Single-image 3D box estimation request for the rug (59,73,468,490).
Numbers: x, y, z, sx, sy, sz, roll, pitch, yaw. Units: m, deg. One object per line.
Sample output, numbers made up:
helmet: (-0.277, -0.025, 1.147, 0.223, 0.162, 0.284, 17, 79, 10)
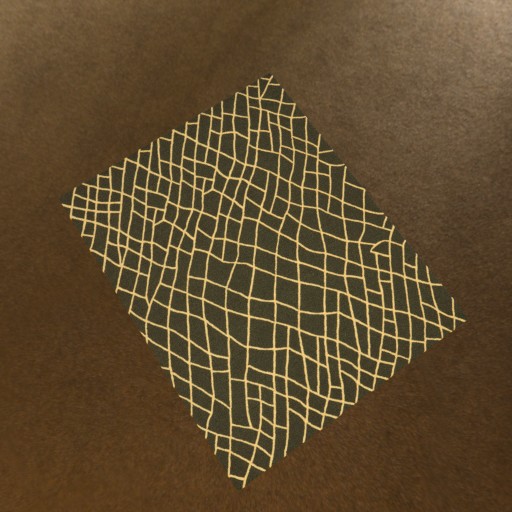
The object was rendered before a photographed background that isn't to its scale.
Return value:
rug: (0.000, 0.000, 4.027, 2.439, 0.022, 3.047, -34, 77, -8)
